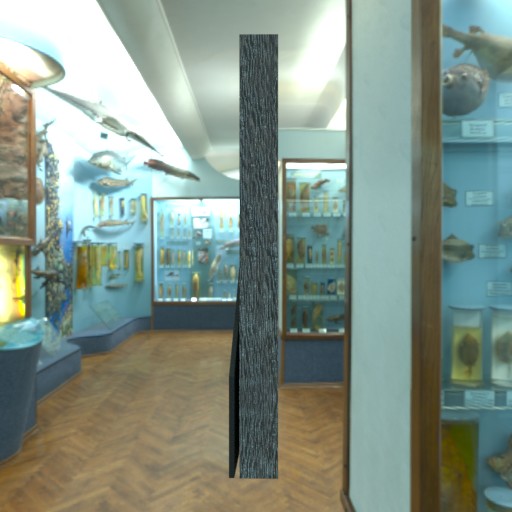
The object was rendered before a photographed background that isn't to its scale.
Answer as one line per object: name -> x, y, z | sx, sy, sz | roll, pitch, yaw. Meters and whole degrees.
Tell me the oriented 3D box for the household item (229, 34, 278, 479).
household item -> 0.000, 0.000, 0.246 | 0.020, 0.180, 0.133 | 0, 0, 1
